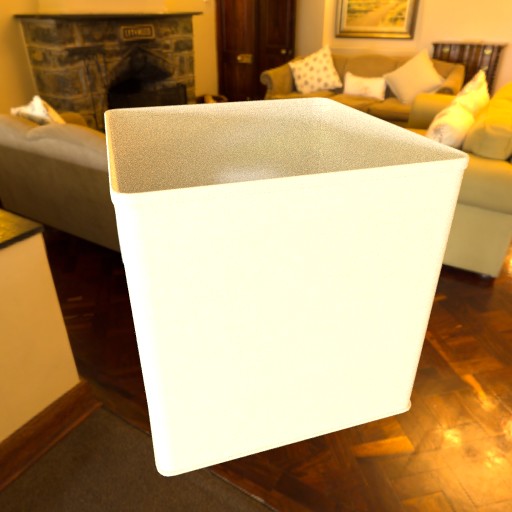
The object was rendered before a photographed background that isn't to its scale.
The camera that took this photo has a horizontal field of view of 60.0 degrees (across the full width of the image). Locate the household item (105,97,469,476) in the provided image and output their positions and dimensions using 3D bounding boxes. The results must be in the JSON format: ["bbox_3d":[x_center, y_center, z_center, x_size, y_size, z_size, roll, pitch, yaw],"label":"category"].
[{"bbox_3d":[0.000,0.000,0.538,0.305,0.305,0.305,-9,31,-15],"label":"household item"}]
